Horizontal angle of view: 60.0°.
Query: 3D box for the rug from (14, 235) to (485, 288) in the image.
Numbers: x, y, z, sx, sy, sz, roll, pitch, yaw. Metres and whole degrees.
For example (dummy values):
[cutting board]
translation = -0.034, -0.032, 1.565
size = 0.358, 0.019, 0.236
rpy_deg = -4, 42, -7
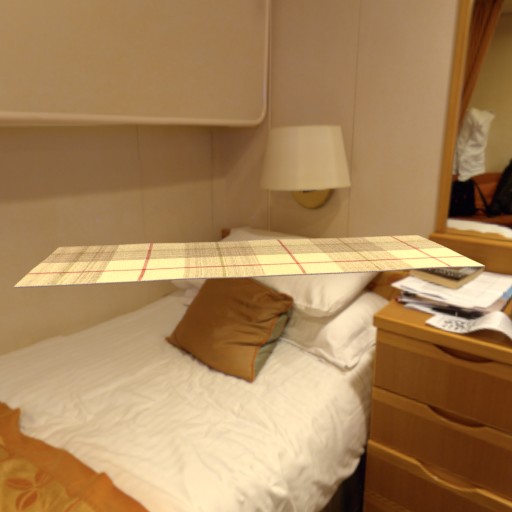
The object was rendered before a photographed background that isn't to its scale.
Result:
[rug]
translation = 0.000, 0.000, 2.636
size = 2.439, 0.013, 0.762
rpy_deg = -2, 16, -8
